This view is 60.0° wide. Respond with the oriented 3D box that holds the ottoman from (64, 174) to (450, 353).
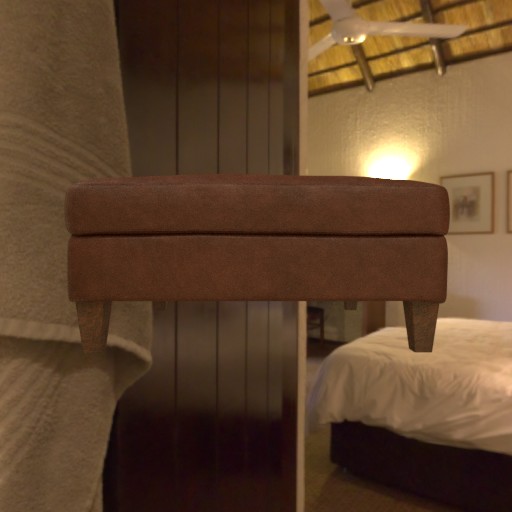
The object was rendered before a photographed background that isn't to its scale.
[{"bbox_3d":[0.000,0.000,1.333,0.844,0.415,0.836,0,0,0],"label":"ottoman"}]
